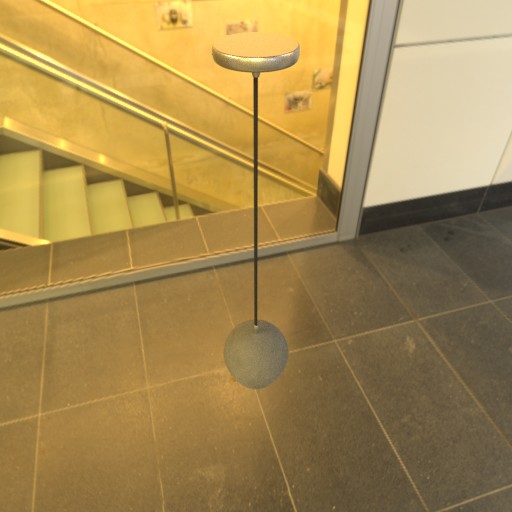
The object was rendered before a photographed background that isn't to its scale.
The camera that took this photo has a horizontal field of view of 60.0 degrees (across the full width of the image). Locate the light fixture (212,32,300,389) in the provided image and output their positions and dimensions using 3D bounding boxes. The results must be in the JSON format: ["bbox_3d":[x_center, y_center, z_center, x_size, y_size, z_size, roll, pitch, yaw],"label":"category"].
[{"bbox_3d":[0.000,0.000,0.849,0.153,0.760,0.153,-26,47,-27],"label":"light fixture"}]
